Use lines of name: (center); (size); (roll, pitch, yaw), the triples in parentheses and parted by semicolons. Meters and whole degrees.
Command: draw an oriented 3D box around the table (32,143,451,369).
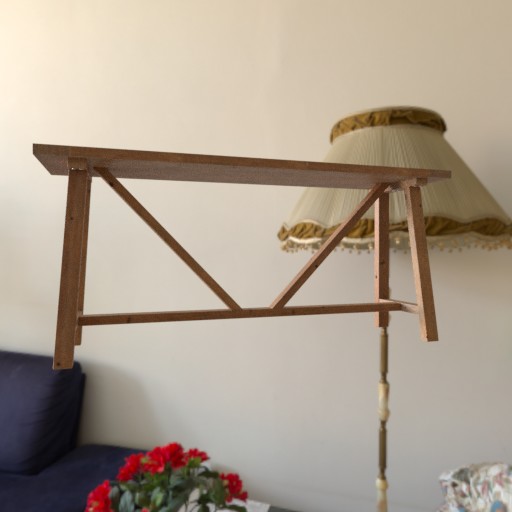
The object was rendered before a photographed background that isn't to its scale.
table: (0.000, 0.000, 2.061); (1.800, 0.810, 0.465); (0, 1, -17)
